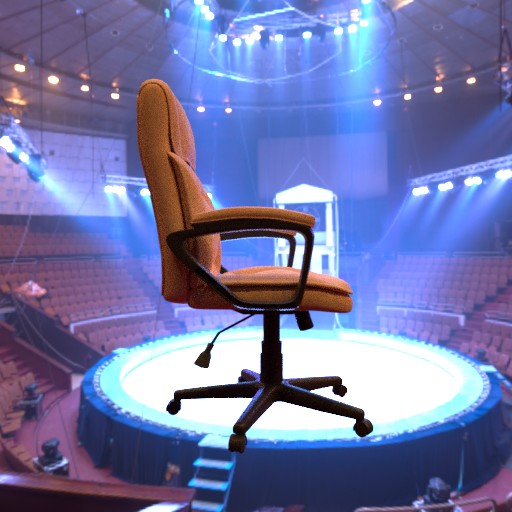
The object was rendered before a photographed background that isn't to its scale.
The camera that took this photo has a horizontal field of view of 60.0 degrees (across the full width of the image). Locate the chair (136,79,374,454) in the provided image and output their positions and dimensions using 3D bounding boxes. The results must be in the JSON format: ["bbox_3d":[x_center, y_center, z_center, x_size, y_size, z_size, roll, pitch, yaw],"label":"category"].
[{"bbox_3d":[0.000,0.000,1.552,0.724,1.105,0.667,0,0,0],"label":"chair"}]
